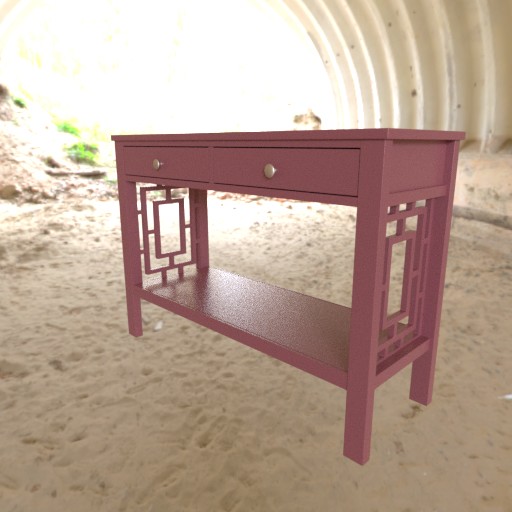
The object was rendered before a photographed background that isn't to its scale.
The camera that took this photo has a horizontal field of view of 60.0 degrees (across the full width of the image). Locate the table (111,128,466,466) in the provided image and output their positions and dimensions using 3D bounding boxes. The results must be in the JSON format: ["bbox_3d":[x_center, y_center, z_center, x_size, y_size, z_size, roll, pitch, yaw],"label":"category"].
[{"bbox_3d":[0.000,0.000,1.415,1.068,0.753,0.397,14,20,43],"label":"table"}]
